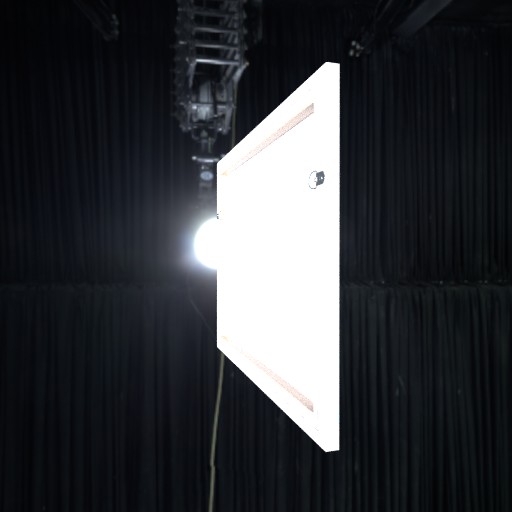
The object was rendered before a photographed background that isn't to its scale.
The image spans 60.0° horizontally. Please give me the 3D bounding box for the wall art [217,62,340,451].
[{"bbox_3d":[0.000,0.000,1.624,0.042,0.912,1.219,0,0,-17],"label":"wall art"}]
